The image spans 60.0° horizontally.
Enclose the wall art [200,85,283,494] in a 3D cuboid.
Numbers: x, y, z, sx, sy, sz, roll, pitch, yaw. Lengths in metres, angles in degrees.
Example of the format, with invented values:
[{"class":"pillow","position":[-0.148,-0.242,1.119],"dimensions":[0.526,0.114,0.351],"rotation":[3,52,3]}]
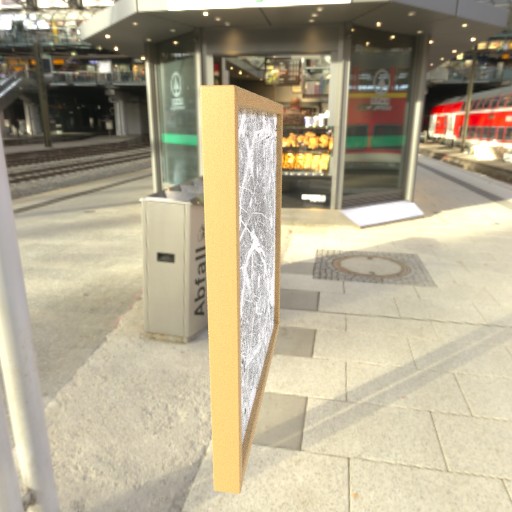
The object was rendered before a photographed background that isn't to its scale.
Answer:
[{"class":"wall art","position":[0.000,0.000,0.759],"dimensions":[0.036,0.509,0.509],"rotation":[3,17,8]}]
